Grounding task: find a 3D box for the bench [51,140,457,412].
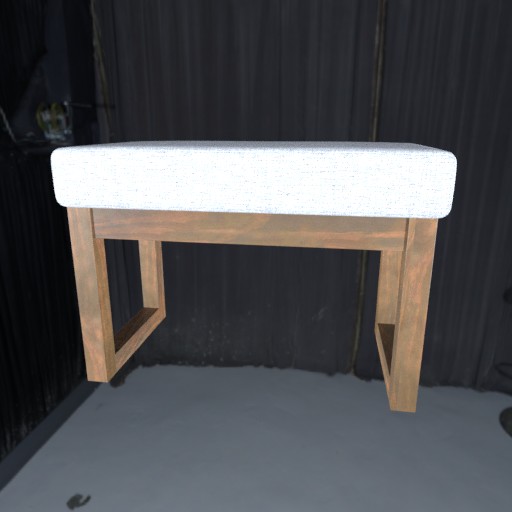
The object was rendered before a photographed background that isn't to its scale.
[{"bbox_3d":[0.000,0.000,0.948,0.681,0.467,0.366,3,17,9],"label":"bench"}]
